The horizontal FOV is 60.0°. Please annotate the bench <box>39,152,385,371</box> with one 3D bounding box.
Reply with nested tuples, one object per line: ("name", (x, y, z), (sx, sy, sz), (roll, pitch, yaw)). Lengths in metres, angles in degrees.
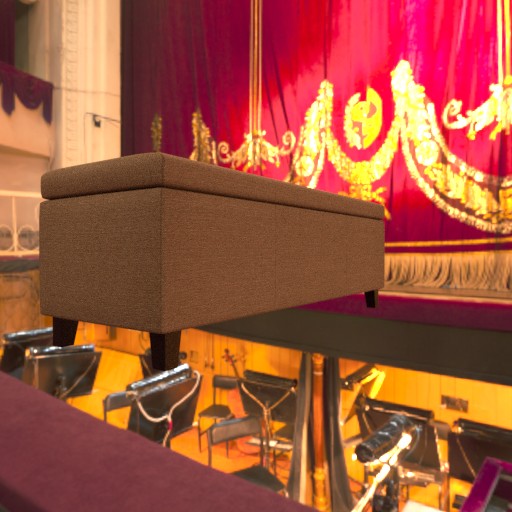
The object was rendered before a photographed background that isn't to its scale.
("bench", (0.000, 0.000, 1.473), (0.446, 0.438, 1.269), (1, 1, 35))
